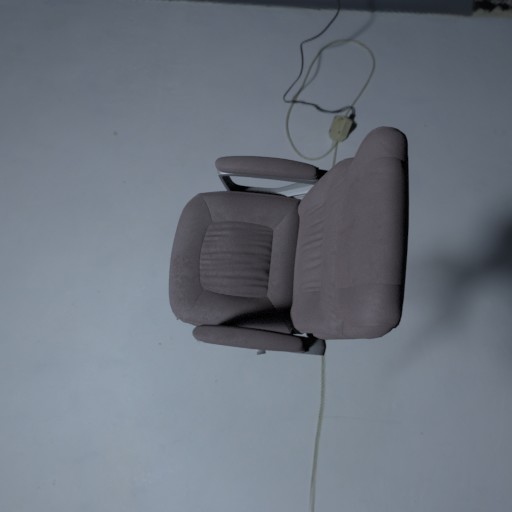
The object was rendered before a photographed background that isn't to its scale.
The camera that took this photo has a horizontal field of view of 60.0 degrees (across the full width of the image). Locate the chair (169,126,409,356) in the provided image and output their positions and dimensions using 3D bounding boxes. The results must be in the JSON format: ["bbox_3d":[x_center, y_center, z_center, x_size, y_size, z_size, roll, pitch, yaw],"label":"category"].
[{"bbox_3d":[0.000,0.000,1.540,0.724,1.105,0.667,6,78,1],"label":"chair"}]
